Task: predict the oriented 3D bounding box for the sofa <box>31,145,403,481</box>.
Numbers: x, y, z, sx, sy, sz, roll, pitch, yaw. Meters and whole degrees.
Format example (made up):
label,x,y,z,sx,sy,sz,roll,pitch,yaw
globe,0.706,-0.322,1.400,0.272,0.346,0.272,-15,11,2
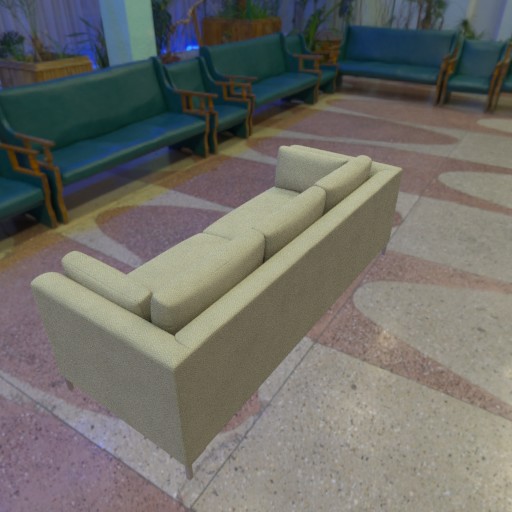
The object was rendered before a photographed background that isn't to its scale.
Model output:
label,x,y,z,sx,sy,sz,roll,pitch,yaw
sofa,0.000,0.000,2.858,0.969,0.867,2.415,21,38,29
